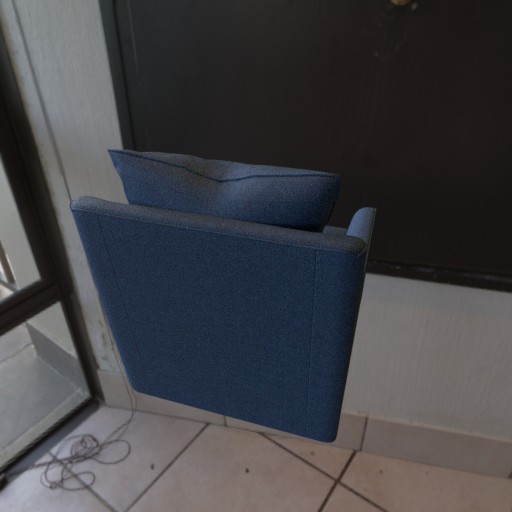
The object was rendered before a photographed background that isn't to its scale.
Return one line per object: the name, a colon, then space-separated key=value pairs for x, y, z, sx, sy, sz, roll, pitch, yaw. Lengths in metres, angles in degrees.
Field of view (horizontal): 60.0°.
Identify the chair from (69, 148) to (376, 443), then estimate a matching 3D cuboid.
chair: x=0.000 y=0.000 z=1.551 sx=0.750 sy=0.939 sz=0.870 roll=10 pitch=35 yaw=14
